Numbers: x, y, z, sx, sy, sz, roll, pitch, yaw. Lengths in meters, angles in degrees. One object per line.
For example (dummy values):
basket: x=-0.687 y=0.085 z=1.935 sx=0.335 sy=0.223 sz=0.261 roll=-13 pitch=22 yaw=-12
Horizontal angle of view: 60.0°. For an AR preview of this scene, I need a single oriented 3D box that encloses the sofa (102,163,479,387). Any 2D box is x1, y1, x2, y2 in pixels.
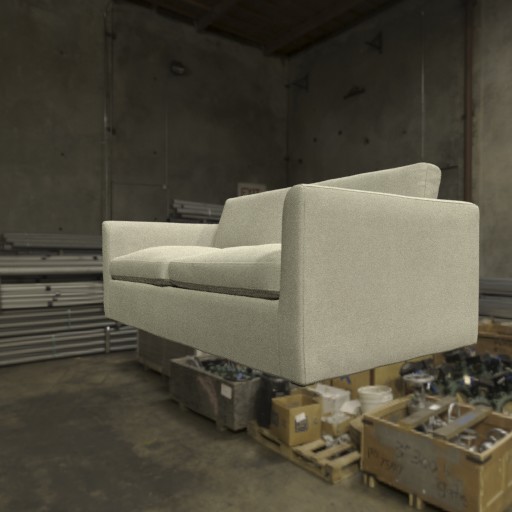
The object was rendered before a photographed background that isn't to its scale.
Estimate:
sofa: x=0.000 y=0.000 z=2.407 sx=1.091 sy=0.839 sz=1.905 roll=0 pitch=0 yaw=-37
